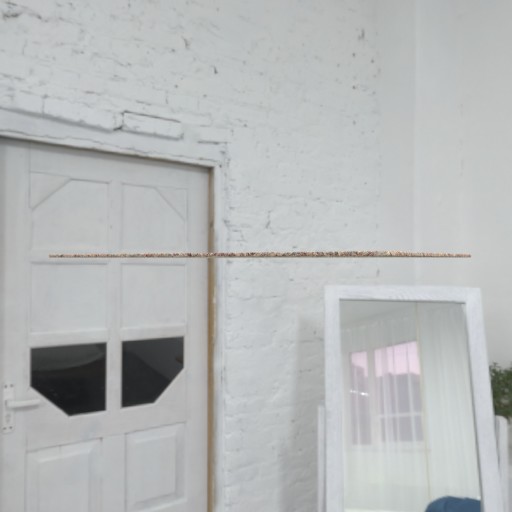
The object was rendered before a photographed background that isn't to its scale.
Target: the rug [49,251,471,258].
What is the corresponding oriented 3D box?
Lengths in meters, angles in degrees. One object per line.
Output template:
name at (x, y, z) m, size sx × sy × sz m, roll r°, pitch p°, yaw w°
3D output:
rug at (0.000, 0.000, 2.877) m, size 2.285 × 0.019 × 1.523 m, roll 0°, pitch 0°, yaw 36°
